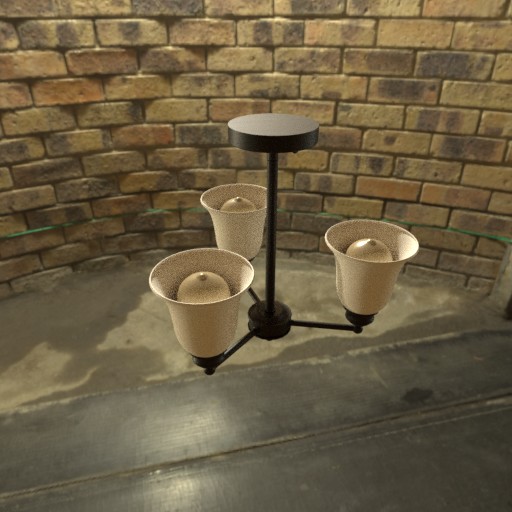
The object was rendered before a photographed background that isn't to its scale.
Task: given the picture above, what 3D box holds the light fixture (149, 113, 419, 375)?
[{"bbox_3d":[0.000,0.000,0.652,0.388,0.370,0.354,22,37,33],"label":"light fixture"}]
